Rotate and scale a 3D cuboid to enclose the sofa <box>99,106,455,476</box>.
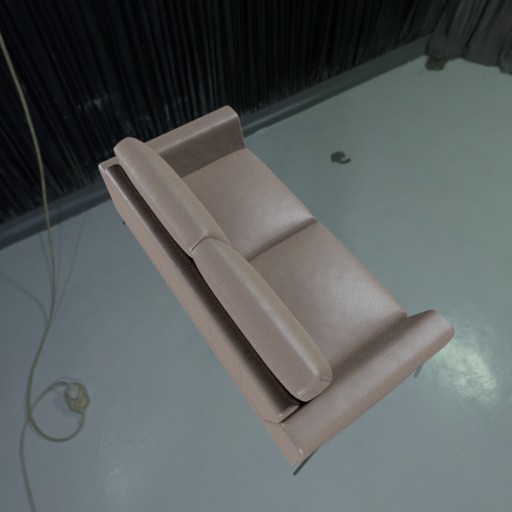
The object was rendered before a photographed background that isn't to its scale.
[{"bbox_3d":[0.000,0.000,2.542,0.953,0.875,2.017,-31,63,-18],"label":"sofa"}]
